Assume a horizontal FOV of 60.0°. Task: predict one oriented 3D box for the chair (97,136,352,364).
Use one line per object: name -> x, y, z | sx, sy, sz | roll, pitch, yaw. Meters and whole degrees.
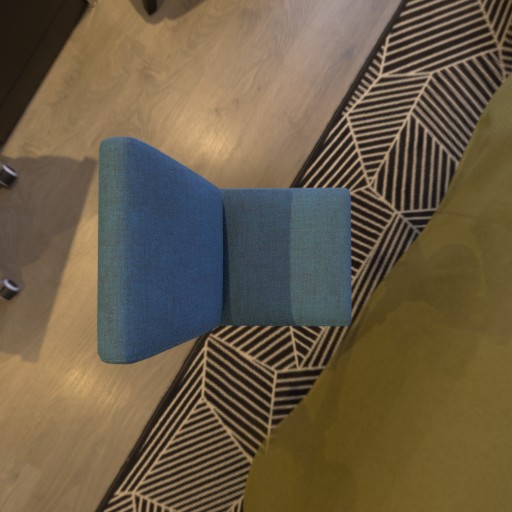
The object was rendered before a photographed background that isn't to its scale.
chair -> 0.000, 0.000, 1.346 | 0.610, 1.029, 0.450 | 0, 88, 0
